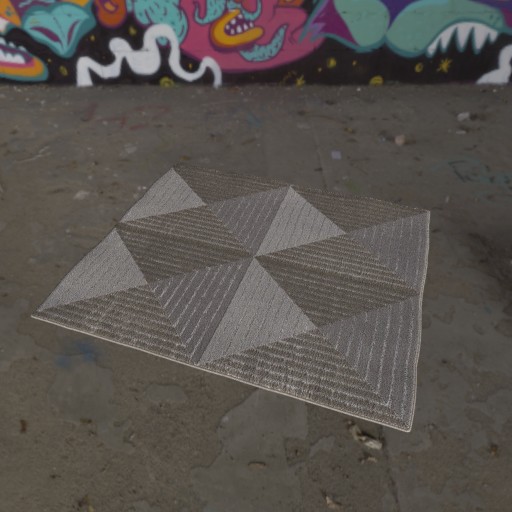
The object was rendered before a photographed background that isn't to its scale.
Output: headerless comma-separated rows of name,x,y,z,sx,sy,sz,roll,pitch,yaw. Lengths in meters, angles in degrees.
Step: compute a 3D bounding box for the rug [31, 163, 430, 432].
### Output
rug,0.000,0.000,0.876,0.642,0.008,0.551,13,43,14
